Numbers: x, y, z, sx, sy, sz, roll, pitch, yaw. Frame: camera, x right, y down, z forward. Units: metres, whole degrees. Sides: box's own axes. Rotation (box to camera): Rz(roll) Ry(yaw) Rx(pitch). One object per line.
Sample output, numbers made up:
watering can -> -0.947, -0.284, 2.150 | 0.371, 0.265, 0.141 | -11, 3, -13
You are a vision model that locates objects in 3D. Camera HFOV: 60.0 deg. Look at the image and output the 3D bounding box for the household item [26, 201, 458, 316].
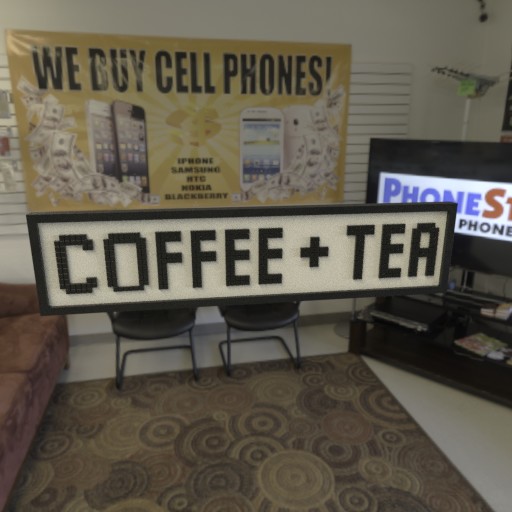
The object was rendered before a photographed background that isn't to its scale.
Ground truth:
household item -> 0.000, 0.000, 1.067 | 1.001, 0.236, 0.030 | -2, 16, -8
